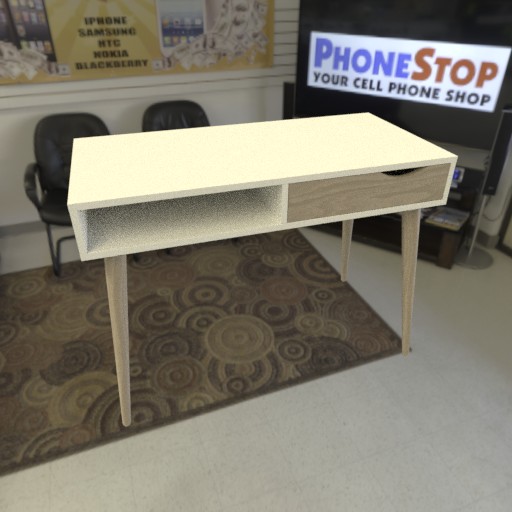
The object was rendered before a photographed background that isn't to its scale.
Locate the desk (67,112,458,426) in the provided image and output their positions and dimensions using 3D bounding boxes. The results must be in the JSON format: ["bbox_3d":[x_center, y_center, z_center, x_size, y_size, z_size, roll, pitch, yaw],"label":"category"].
[{"bbox_3d":[0.000,0.000,1.436,0.979,0.723,0.491,-10,33,-15],"label":"desk"}]
